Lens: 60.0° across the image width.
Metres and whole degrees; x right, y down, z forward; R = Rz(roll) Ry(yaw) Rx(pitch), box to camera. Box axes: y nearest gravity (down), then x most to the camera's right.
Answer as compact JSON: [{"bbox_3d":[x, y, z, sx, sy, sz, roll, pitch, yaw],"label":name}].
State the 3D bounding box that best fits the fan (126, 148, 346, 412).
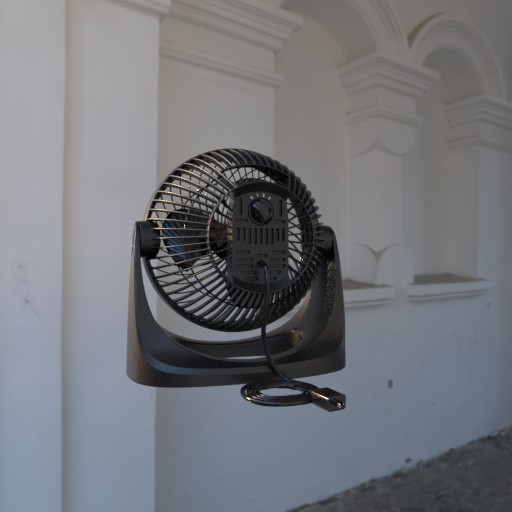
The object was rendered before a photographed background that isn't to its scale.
[{"bbox_3d":[0.000,0.000,0.497,0.273,0.277,0.256,0,0,-19],"label":"fan"}]
